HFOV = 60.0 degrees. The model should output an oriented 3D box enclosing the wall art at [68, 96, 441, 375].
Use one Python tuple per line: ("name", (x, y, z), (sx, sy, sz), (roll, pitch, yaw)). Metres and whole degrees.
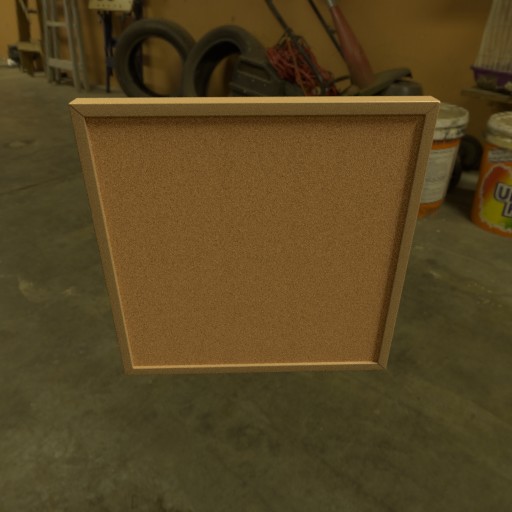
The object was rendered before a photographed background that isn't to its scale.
("wall art", (0.000, 0.000, 0.750), (0.509, 0.509, 0.036), (-1, 31, -1))
